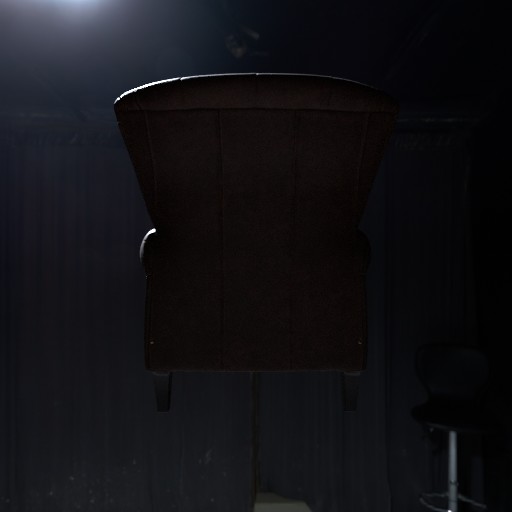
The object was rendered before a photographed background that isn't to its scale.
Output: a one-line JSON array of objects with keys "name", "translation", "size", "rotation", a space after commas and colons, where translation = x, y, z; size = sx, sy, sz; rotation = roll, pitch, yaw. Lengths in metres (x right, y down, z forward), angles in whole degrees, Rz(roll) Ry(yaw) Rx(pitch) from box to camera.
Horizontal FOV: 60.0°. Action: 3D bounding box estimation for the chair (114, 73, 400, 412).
[{"name": "chair", "translation": [0.000, 0.000, 1.863], "size": [0.979, 1.162, 1.031], "rotation": [0, -1, -1]}]
